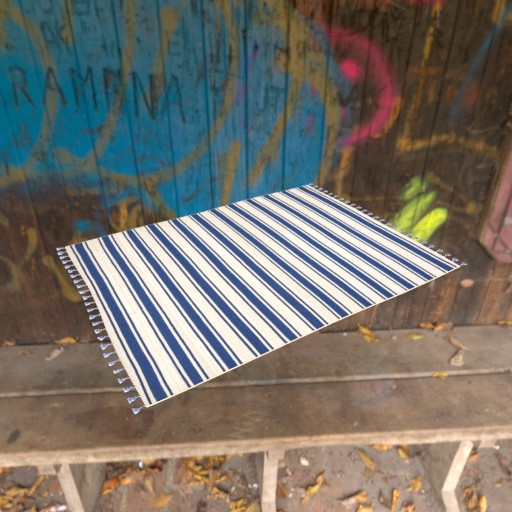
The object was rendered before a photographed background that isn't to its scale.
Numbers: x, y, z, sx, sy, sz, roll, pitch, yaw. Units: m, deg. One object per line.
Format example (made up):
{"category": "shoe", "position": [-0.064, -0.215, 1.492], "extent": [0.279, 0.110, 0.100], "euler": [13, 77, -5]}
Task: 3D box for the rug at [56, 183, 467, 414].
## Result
{"category": "rug", "position": [0.000, 0.000, 4.503], "extent": [3.416, 0.016, 2.471], "euler": [-18, 36, -27]}
